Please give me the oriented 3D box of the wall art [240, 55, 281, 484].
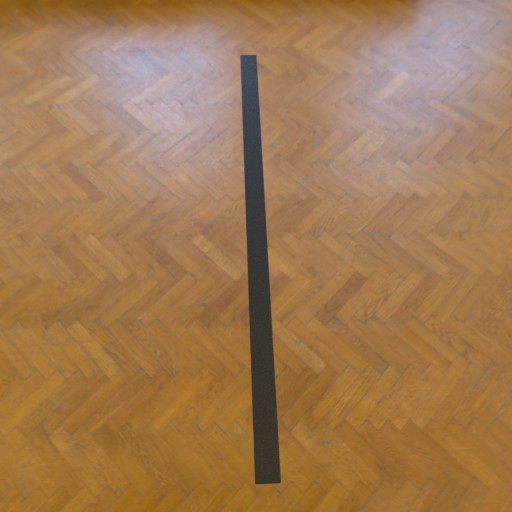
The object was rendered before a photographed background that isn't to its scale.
[{"bbox_3d":[0.000,0.000,0.947,0.037,0.303,0.860,-2,64,-1],"label":"wall art"}]
